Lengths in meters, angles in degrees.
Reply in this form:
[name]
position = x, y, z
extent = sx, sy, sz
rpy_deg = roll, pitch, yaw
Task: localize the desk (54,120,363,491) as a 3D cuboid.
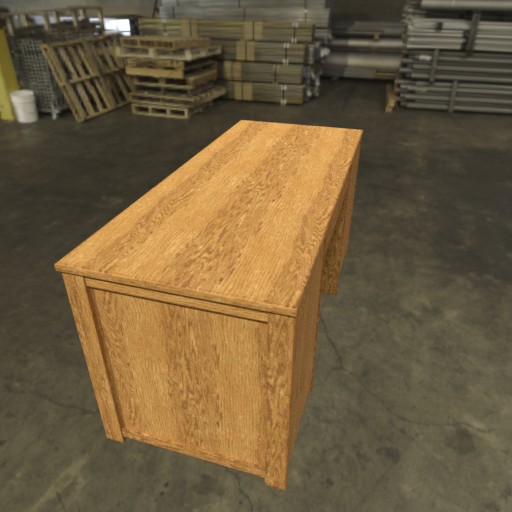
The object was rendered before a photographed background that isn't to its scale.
[desk]
position = 0.000, 0.000, 1.953
extent = 0.685, 0.751, 1.567
rpy_deg = 9, 33, 15
